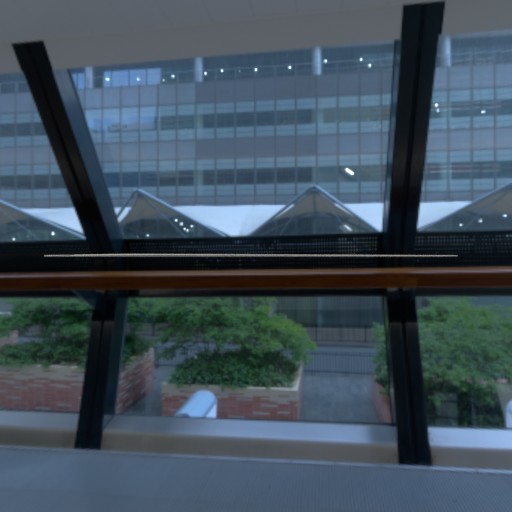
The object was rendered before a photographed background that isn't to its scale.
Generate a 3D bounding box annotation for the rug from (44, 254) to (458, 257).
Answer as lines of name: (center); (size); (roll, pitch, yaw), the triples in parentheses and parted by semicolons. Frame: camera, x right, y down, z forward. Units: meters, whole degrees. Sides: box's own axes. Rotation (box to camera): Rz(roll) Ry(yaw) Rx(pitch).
rug: (0.000, 0.000, 2.909); (2.284, 0.008, 1.522); (0, 0, -37)
